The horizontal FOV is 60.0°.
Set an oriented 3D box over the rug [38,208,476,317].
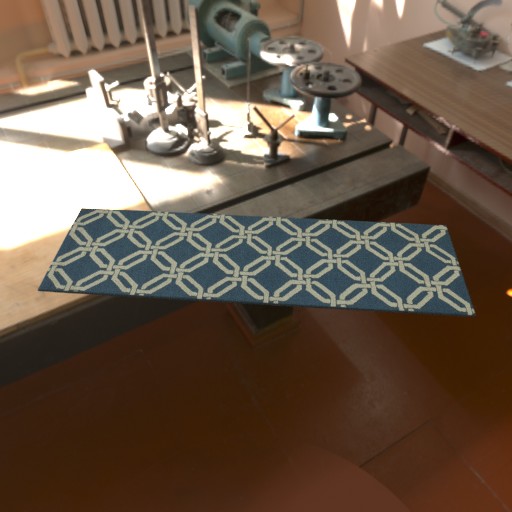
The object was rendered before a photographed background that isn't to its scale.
[{"bbox_3d":[0.000,0.000,2.524,2.276,0.014,0.678,3,46,3],"label":"rug"}]
